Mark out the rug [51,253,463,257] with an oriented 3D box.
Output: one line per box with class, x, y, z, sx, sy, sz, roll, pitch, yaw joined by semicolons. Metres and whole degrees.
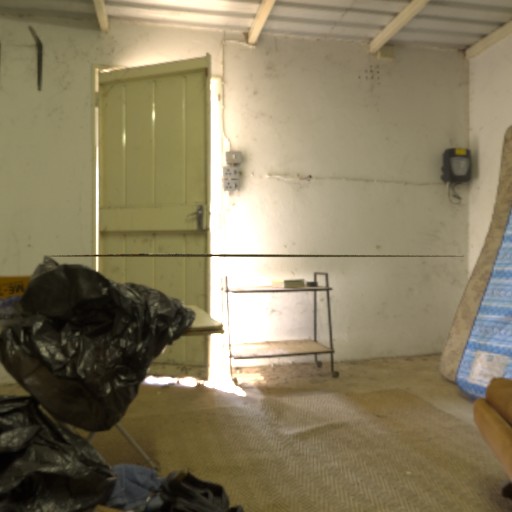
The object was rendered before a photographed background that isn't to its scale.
rug;0.000;0.000;3.513;2.651;0.010;1.971;0;0;-36
